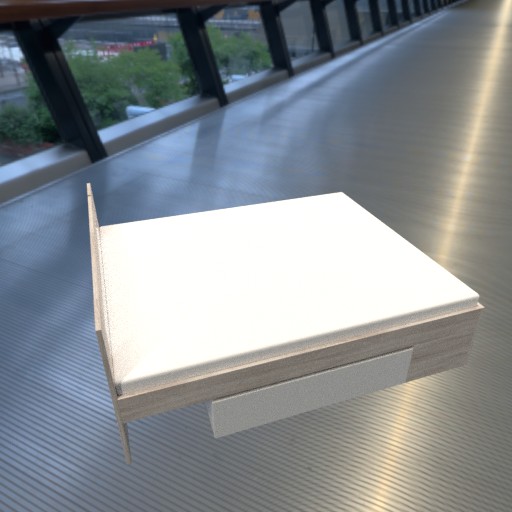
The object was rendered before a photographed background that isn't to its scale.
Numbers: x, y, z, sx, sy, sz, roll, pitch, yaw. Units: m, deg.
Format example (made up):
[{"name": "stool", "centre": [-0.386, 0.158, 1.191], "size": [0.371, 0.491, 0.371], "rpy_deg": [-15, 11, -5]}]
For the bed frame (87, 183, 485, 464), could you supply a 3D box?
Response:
[{"name": "bed frame", "centre": [0.000, 0.000, 3.078], "size": [2.050, 0.860, 2.040], "rpy_deg": [-10, 32, -16]}]
